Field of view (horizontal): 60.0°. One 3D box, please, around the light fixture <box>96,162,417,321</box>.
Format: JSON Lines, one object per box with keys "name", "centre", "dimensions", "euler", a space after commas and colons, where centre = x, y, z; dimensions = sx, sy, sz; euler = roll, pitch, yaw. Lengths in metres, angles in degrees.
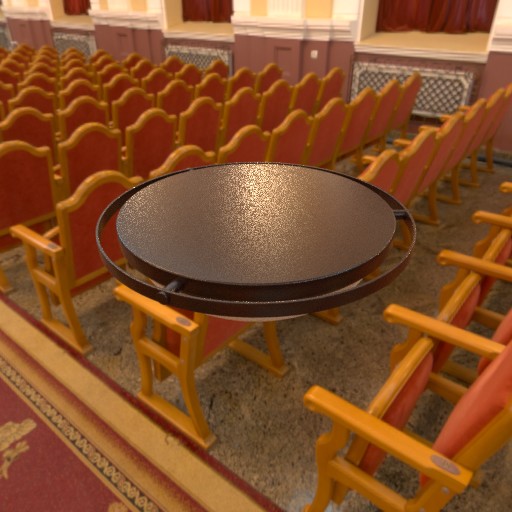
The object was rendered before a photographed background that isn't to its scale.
{"name": "light fixture", "centre": [0.000, 0.000, 0.552], "dimensions": [0.361, 0.130, 0.361], "euler": [0, 31, 0]}
